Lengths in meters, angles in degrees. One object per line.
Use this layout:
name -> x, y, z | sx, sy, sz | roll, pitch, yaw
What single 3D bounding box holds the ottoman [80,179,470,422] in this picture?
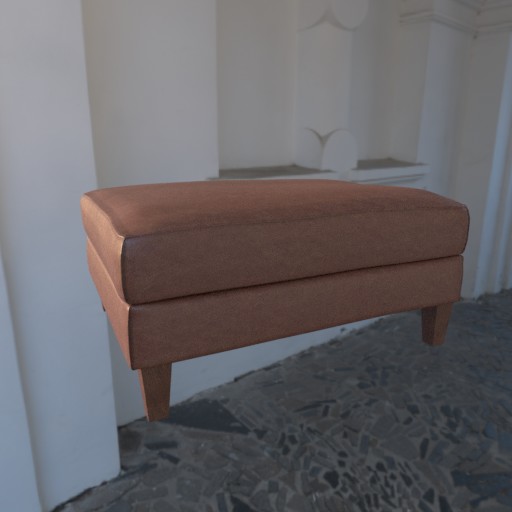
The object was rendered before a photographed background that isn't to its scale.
ottoman -> 0.000, 0.000, 1.438 | 0.987, 0.472, 0.836 | -7, 16, -25
